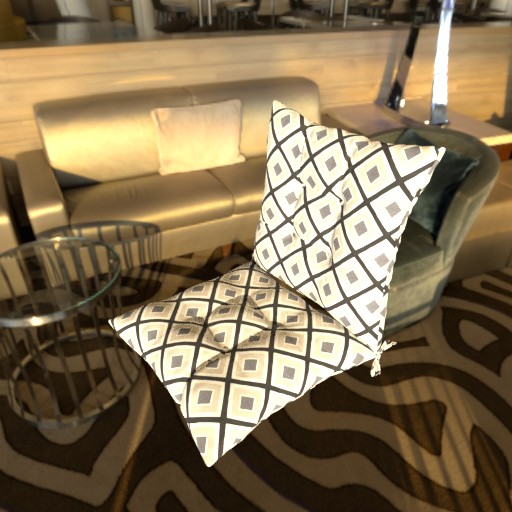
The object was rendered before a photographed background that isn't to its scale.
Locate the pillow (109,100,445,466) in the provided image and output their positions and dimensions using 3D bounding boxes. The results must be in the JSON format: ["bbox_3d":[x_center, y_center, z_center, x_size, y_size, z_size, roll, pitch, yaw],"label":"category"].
[{"bbox_3d":[0.000,0.000,1.001,0.585,0.536,0.541,-21,38,-30],"label":"pillow"}]
